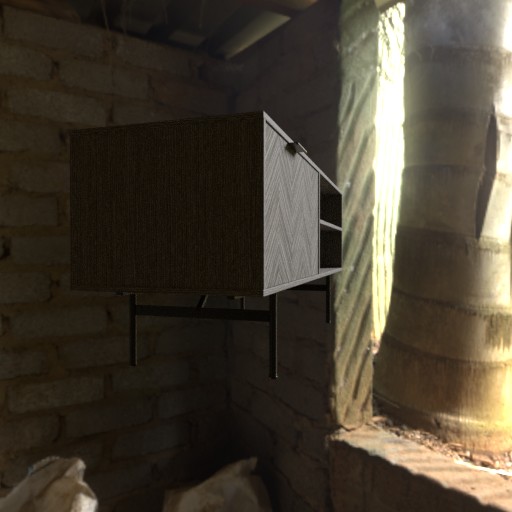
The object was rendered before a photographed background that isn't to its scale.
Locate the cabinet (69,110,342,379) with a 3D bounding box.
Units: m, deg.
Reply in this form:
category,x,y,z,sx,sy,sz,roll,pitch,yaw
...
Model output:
category,x,y,z,sx,sy,sz,roll,pitch,yaw
cabinet,0.000,0.000,1.582,0.500,0.599,1.300,0,1,18
